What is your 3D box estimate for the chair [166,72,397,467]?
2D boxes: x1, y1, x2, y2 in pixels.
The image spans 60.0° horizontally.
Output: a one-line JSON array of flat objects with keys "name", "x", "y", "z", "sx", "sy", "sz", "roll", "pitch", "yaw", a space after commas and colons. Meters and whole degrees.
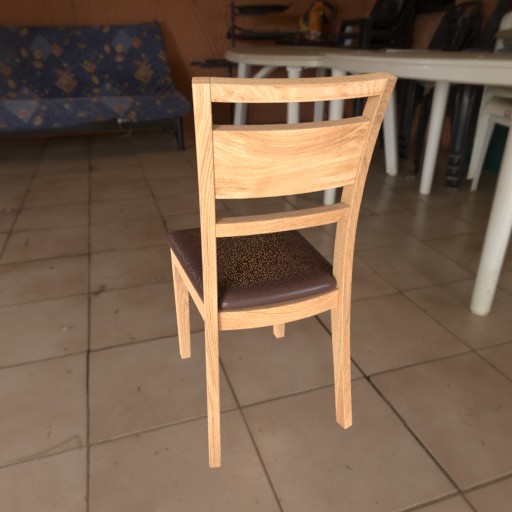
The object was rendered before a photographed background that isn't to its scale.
[{"name": "chair", "x": 0.000, "y": 0.000, "z": 1.203, "sx": 0.420, "sy": 0.940, "sz": 0.545, "roll": -9, "pitch": 27, "yaw": -18}]
